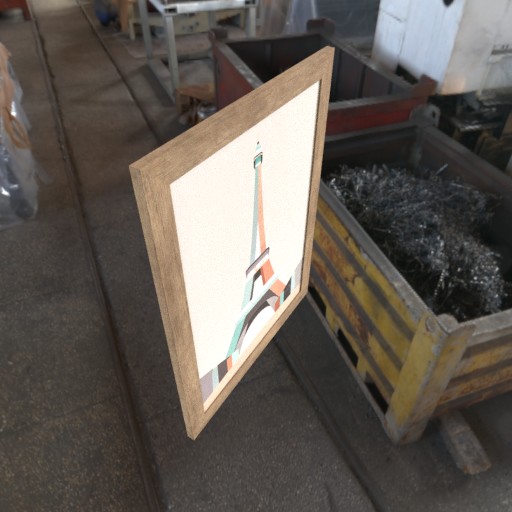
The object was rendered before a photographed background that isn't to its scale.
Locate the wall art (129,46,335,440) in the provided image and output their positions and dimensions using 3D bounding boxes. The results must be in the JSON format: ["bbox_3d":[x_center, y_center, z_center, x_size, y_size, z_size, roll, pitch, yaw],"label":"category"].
[{"bbox_3d":[0.000,0.000,0.921,0.018,0.686,0.534,23,47,24],"label":"wall art"}]
